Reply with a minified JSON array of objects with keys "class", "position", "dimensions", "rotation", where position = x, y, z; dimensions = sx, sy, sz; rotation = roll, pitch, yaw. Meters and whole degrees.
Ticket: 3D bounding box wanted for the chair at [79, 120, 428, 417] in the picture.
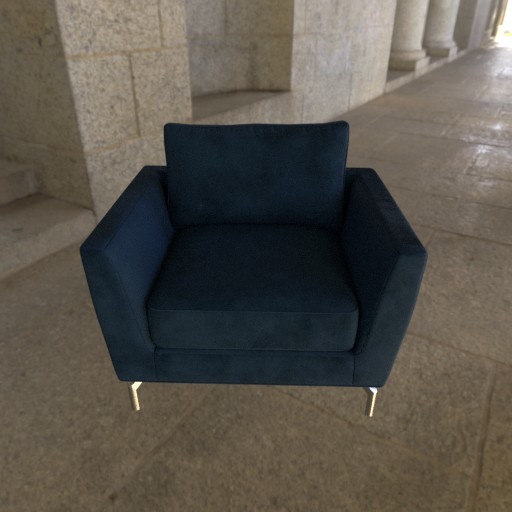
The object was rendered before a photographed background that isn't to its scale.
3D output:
[{"class":"chair","position":[0.000,0.000,1.643],"dimensions":[0.977,0.893,0.746],"rotation":[1,30,1]}]
